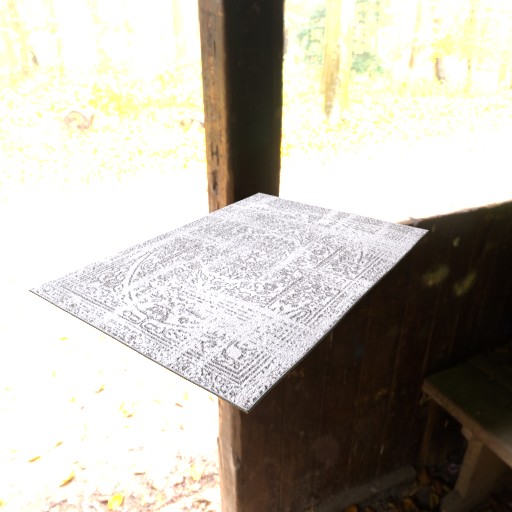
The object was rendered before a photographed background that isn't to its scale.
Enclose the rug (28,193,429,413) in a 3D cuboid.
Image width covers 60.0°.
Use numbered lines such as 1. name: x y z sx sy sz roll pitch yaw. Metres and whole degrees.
1. rug: 0.000 0.000 3.151 1.706 0.026 2.438 18 31 32
